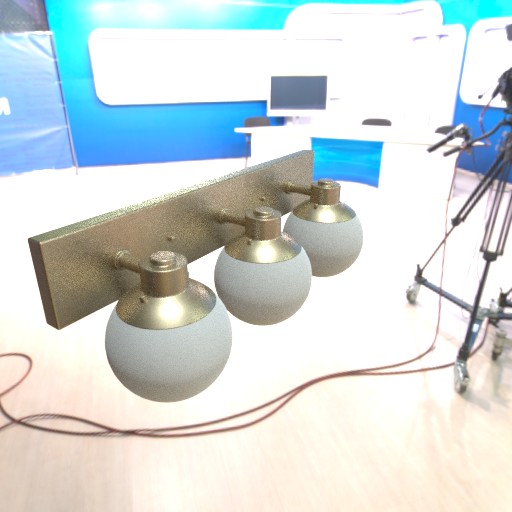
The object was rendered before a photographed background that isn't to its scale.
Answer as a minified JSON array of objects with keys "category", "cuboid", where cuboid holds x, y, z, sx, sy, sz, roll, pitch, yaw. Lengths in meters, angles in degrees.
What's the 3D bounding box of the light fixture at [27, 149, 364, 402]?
[{"category":"light fixture","cuboid":[0.000,0.000,0.838,0.218,0.263,0.721,16,29,32]}]
